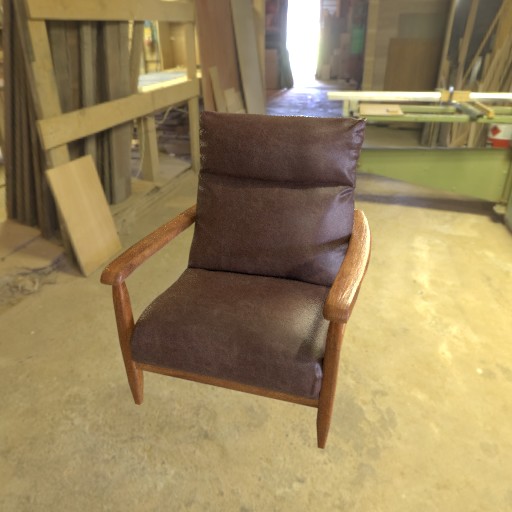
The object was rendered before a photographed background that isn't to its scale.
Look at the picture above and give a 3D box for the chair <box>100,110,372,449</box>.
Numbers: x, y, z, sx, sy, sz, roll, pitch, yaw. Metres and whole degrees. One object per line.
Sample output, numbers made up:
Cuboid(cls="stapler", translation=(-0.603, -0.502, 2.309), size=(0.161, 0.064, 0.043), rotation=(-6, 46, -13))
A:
Cuboid(cls="chair", translation=(0.000, 0.000, 1.576), size=(0.782, 0.897, 0.830), rotation=(8, 27, 15))
